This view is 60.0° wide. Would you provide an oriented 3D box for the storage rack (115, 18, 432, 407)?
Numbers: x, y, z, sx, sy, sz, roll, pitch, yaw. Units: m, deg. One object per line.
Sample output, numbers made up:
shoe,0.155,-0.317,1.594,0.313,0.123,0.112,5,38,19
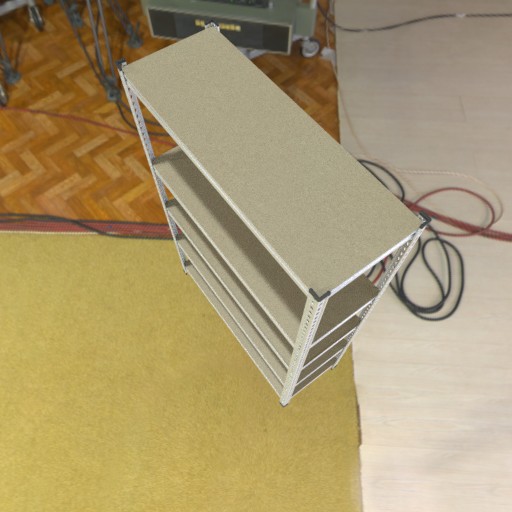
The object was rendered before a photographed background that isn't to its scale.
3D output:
storage rack,0.000,0.000,2.336,0.457,1.829,1.219,-33,67,-16
